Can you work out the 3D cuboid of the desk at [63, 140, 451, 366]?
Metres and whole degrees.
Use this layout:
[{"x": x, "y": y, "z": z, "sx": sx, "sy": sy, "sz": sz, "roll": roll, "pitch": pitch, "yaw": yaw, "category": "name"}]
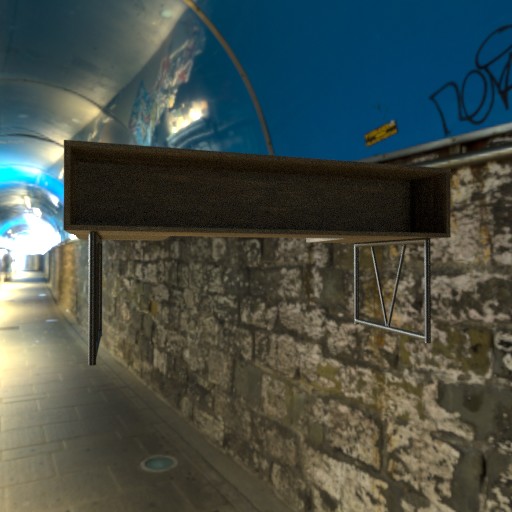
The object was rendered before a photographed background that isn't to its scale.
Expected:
[{"x": 0.000, "y": 0.000, "z": 2.093, "sx": 1.600, "sy": 0.780, "sz": 0.730, "roll": 0, "pitch": -1, "yaw": -17, "category": "desk"}]
